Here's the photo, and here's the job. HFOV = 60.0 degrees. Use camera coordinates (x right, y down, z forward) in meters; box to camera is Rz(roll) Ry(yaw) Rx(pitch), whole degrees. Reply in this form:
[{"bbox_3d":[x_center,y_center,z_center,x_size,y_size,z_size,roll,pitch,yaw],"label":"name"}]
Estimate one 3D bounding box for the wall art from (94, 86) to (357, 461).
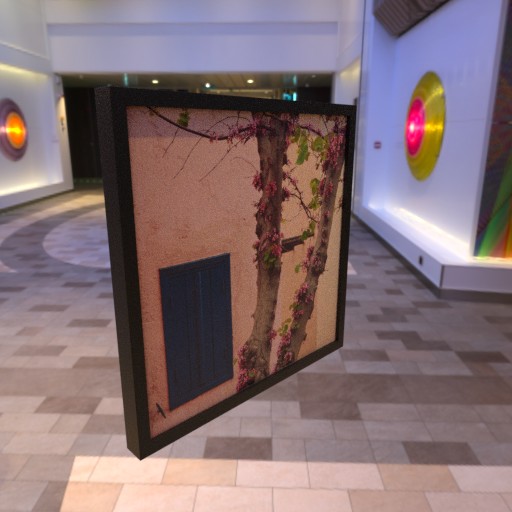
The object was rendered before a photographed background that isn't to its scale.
[{"bbox_3d":[0.000,0.000,0.758,0.508,0.508,0.038,-15,21,-43],"label":"wall art"}]
